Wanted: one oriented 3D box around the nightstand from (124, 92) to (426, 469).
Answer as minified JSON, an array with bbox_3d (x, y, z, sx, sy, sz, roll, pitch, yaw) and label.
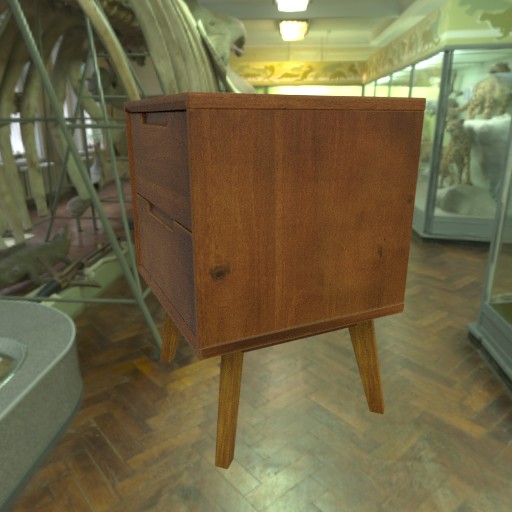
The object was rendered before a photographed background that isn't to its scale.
[{"bbox_3d":[0.000,0.000,0.933,0.411,0.618,0.460,-8,19,-24],"label":"nightstand"}]
